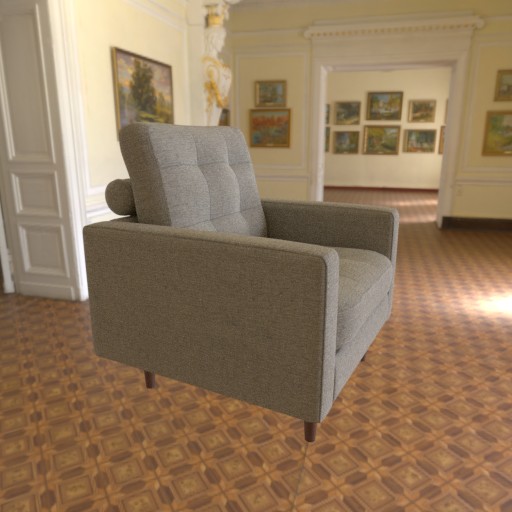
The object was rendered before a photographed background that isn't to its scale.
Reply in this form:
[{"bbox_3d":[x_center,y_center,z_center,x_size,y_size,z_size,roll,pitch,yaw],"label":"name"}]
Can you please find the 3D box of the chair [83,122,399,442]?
[{"bbox_3d":[0.000,0.000,1.533,0.843,0.880,0.821,8,17,27],"label":"chair"}]
